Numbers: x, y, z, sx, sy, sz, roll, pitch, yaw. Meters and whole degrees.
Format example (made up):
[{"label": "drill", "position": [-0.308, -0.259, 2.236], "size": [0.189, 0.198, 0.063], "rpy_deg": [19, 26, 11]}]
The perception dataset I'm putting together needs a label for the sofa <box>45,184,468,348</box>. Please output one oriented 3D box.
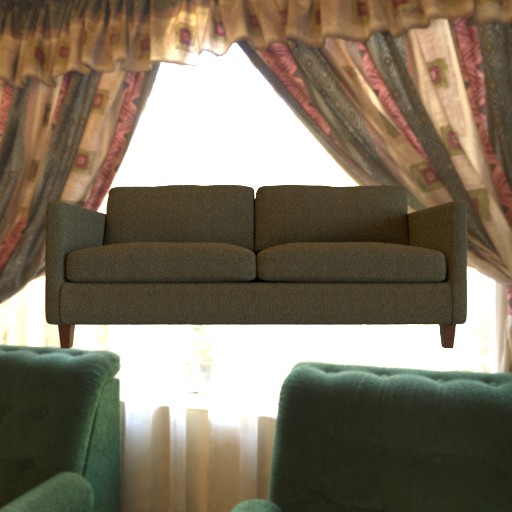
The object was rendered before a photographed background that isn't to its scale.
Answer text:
[{"label": "sofa", "position": [0.000, 0.000, 2.731], "size": [2.208, 0.965, 0.948], "rpy_deg": [0, 0, 0]}]
